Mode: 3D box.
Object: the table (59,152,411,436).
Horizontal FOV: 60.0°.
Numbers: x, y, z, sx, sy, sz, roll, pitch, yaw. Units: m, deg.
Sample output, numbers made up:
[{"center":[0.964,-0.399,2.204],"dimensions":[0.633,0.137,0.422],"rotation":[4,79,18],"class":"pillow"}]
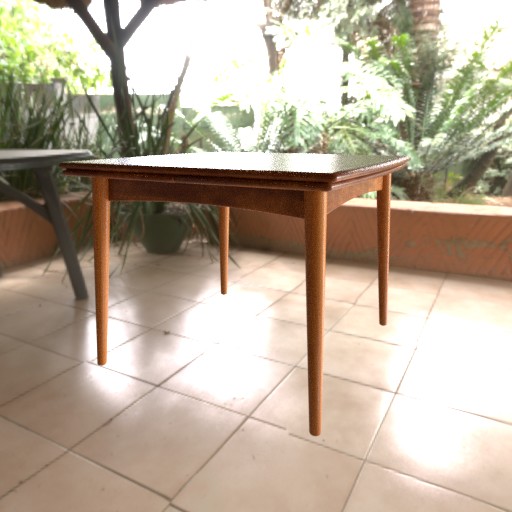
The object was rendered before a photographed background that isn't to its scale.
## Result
[{"center":[0.000,0.000,1.754],"dimensions":[0.991,0.754,0.991],"rotation":[8,17,27],"class":"table"}]
